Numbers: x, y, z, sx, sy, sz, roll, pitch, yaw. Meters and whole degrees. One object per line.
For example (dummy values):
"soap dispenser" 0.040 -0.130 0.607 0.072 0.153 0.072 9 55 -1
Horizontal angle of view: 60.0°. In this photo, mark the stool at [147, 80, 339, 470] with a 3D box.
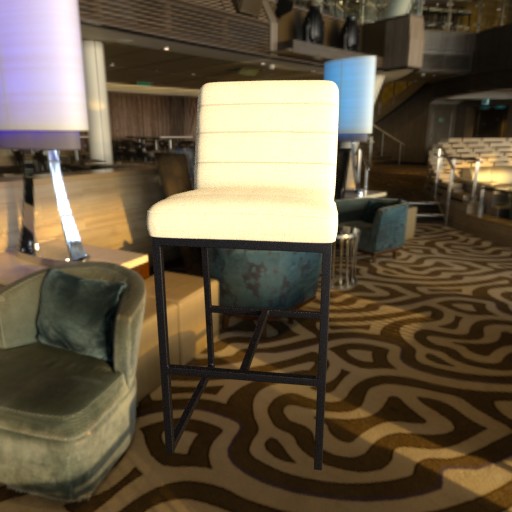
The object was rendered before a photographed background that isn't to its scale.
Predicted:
"stool" 0.000 0.000 1.331 0.460 1.040 0.560 2 15 9
